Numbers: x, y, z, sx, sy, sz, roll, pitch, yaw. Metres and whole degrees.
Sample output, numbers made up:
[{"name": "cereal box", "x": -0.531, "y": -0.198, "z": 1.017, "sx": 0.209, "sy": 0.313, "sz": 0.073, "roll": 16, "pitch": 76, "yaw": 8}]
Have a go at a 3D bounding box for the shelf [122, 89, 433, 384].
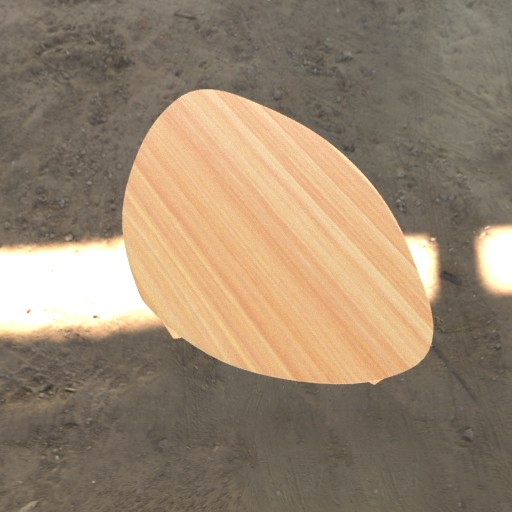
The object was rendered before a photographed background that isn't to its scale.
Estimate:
[{"name": "shelf", "x": 0.000, "y": 0.000, "z": 1.635, "sx": 0.845, "sy": 0.440, "sz": 1.246, "roll": -33, "pitch": 69, "yaw": -14}]
